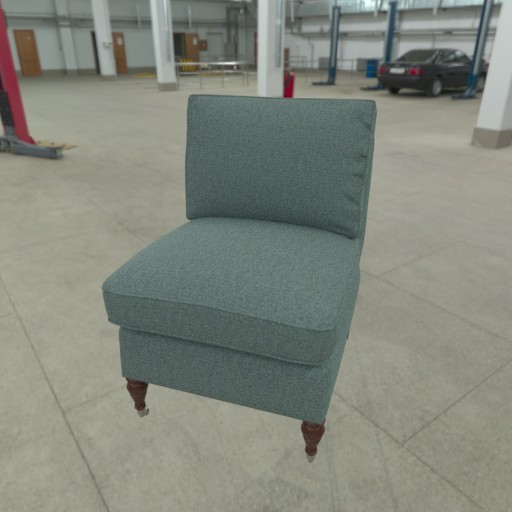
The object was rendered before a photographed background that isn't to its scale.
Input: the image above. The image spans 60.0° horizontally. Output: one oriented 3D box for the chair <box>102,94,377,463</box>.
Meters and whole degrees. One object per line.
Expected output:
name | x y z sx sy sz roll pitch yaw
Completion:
chair | 0.000 0.000 1.381 0.624 0.901 0.796 8 27 16
